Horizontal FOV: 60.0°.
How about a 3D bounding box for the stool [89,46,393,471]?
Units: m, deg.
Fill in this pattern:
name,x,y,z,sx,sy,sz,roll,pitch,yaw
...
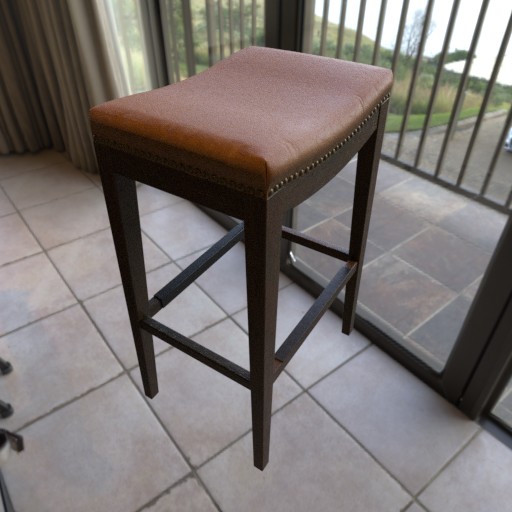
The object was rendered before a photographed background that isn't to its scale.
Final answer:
name,x,y,z,sx,sy,sz,roll,pitch,yaw
stool,0.000,0.000,0.999,0.361,0.759,0.500,22,44,25
